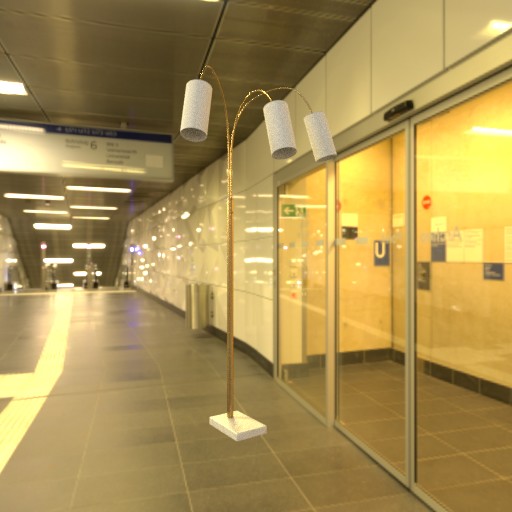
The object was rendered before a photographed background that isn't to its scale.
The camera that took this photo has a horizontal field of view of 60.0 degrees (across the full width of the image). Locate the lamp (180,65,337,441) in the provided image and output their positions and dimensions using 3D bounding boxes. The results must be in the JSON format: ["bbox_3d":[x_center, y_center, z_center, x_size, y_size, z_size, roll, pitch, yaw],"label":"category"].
[{"bbox_3d":[0.000,0.000,2.509,1.020,2.055,0.667,0,0,-35],"label":"lamp"}]
